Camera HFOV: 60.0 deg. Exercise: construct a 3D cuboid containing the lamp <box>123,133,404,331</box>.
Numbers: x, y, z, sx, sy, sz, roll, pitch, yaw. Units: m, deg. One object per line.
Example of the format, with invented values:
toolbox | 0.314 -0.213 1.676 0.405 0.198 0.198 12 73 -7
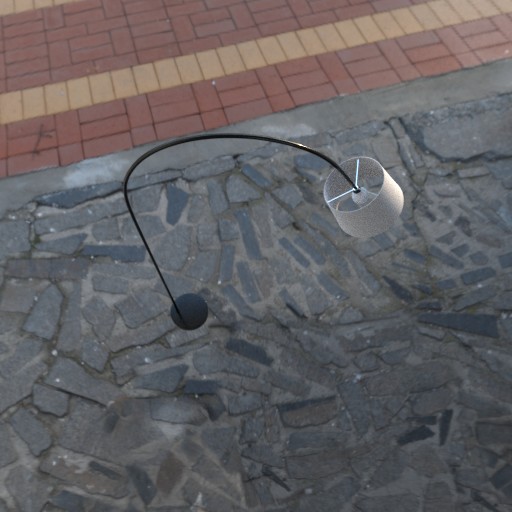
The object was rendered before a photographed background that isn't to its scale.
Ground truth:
lamp | 0.000 0.000 2.623 1.363 2.104 0.331 0 64 0
